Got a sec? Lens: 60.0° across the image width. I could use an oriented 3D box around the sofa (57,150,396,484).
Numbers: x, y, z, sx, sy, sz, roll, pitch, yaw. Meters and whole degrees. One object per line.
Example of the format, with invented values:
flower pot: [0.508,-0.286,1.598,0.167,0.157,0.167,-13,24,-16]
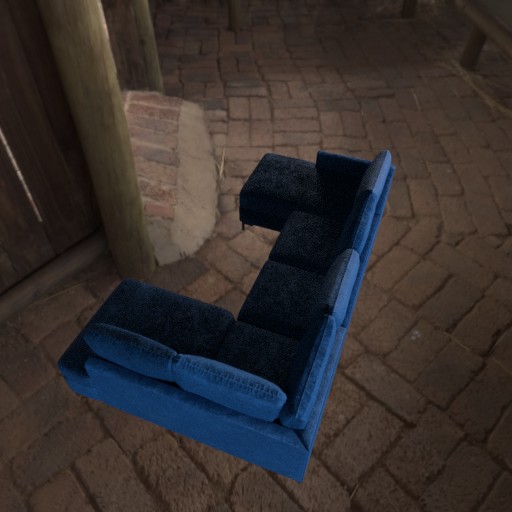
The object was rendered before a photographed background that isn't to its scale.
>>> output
sofa: [0.000,0.000,4.320,2.055,0.992,3.434,16,48,15]
